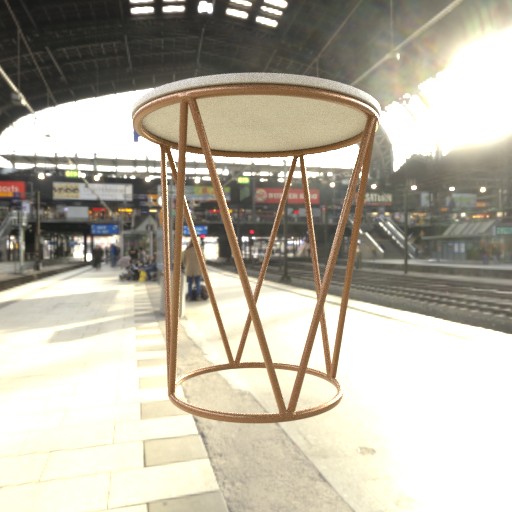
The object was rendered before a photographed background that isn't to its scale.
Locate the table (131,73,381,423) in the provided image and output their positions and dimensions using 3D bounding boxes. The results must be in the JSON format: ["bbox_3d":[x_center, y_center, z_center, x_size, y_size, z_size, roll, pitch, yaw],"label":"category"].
[{"bbox_3d":[0.000,0.000,0.926,0.500,0.564,0.500,0,1,0],"label":"table"}]
